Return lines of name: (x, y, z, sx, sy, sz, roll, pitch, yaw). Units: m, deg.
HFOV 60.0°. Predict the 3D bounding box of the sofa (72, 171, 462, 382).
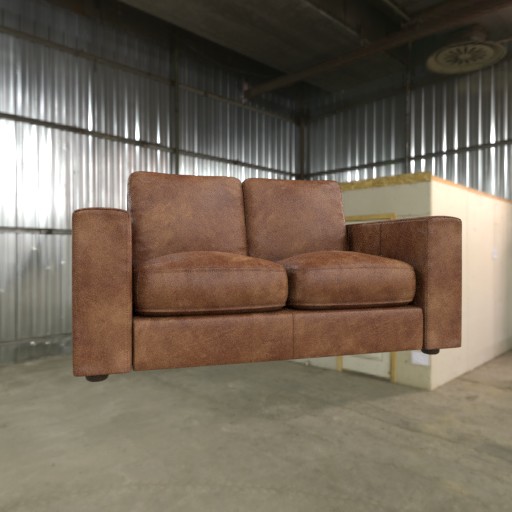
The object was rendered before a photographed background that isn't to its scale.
sofa: (0.000, 0.000, 2.229, 1.626, 0.889, 1.041, 0, 1, -16)
